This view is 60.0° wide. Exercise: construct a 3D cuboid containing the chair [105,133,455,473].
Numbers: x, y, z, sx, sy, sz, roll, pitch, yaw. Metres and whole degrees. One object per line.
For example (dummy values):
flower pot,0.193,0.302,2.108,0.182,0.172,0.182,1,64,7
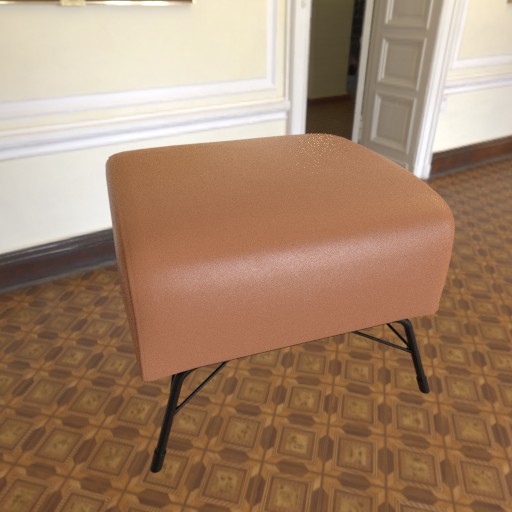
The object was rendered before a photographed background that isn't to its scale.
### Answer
chair,0.000,0.000,0.889,0.530,0.410,0.530,-10,31,-16
